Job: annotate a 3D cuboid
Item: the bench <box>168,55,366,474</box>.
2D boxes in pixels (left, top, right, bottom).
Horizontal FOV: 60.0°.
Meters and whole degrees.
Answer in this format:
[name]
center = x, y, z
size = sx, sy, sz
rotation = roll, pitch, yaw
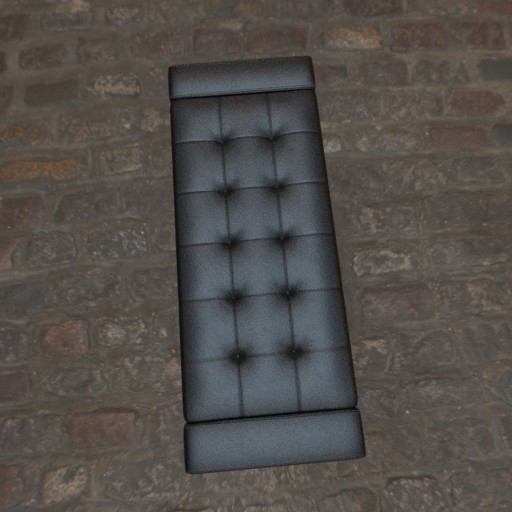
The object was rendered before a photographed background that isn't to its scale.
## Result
[bench]
center = 0.000, 0.000, 1.560
size = 0.508, 0.445, 1.296
rotation = -5, 76, -1
